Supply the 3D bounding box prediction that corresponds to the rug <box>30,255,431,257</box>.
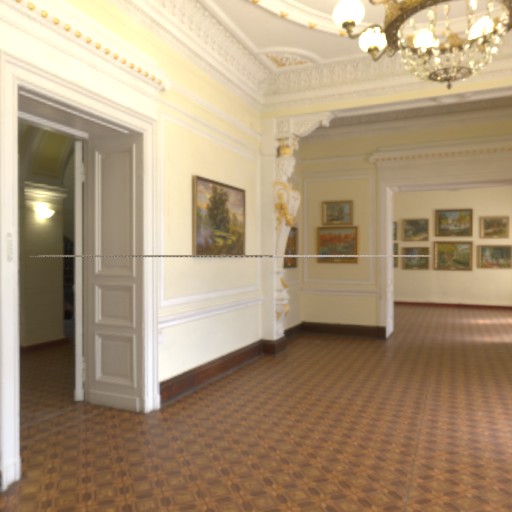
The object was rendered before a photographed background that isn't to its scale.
[{"bbox_3d":[0.000,0.000,4.145,2.380,0.013,3.051,0,0,37],"label":"rug"}]
